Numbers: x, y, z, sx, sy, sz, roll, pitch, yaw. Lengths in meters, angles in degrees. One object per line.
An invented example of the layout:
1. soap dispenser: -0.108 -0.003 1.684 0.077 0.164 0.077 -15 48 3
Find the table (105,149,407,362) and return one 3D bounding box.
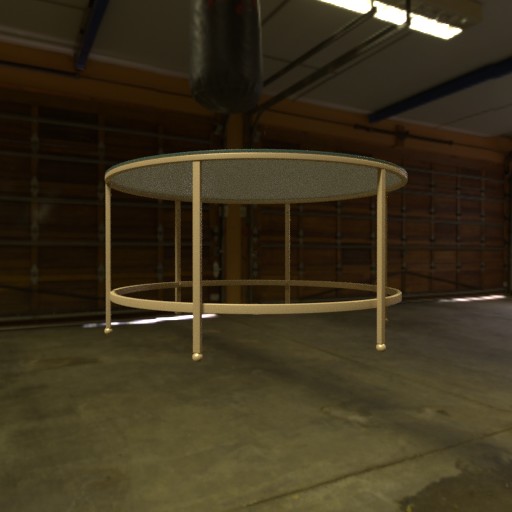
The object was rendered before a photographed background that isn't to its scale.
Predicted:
1. table: 0.000 0.000 1.416 0.914 0.470 0.914 0 0 0
